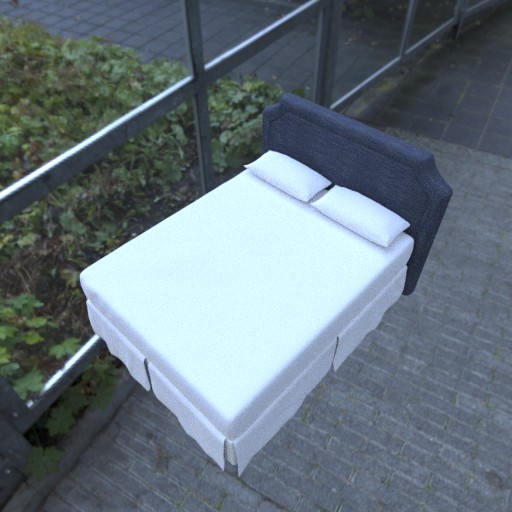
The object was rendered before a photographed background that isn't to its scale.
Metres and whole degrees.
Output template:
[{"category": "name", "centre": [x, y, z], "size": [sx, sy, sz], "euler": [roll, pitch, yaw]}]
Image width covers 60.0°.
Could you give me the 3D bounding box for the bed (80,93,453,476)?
[{"category": "bed", "centre": [0.000, 0.000, 3.164], "size": [1.693, 1.290, 2.116], "euler": [35, 55, 28]}]
